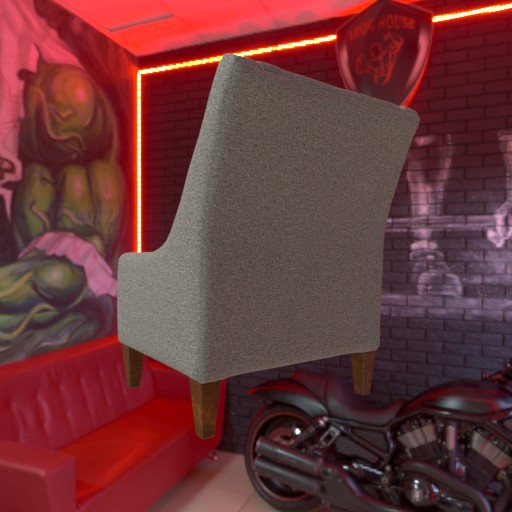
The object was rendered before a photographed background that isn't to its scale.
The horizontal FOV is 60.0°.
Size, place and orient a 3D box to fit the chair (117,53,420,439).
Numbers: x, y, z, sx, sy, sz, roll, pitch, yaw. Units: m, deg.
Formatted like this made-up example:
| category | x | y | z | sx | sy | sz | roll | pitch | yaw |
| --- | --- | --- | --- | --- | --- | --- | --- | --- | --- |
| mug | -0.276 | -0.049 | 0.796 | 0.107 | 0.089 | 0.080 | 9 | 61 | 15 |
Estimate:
| category | x | y | z | sx | sy | sz | roll | pitch | yaw |
| --- | --- | --- | --- | --- | --- | --- | --- | --- | --- |
| chair | 0.000 | 0.000 | 1.623 | 0.774 | 1.016 | 0.870 | 0 | 0 | -36 |
